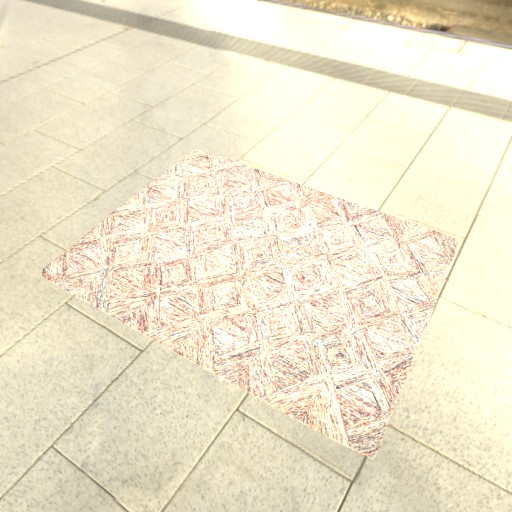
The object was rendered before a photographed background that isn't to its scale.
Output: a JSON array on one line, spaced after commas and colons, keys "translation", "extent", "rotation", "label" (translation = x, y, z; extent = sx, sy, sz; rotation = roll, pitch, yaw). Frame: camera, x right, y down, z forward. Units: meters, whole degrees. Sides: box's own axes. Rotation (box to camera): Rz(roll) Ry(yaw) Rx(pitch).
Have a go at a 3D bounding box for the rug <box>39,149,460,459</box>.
[{"translation": [0.000, 0.000, 4.187], "extent": [3.226, 0.024, 2.436], "rotation": [23, 50, 21], "label": "rug"}]
